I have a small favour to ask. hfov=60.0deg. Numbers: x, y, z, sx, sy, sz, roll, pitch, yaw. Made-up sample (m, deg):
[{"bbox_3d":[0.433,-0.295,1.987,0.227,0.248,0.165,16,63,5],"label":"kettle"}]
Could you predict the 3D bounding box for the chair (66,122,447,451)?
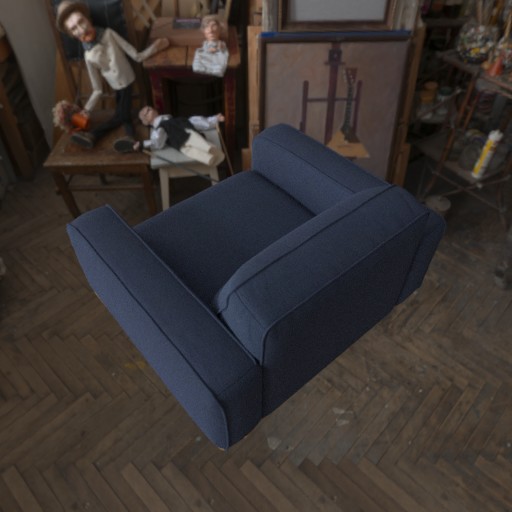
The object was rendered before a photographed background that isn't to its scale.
[{"bbox_3d":[0.000,0.000,1.777,1.118,0.783,0.953,-32,55,-26],"label":"chair"}]
